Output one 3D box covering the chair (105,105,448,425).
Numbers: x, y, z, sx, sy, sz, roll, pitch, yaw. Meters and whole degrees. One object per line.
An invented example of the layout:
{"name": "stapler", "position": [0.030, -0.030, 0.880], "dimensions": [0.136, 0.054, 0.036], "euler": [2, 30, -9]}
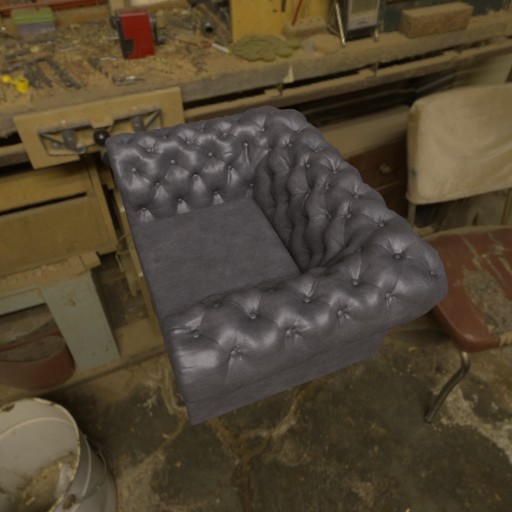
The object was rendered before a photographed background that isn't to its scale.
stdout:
{"name": "chair", "position": [0.000, 0.000, 1.895], "dimensions": [0.943, 0.780, 1.298], "euler": [-16, 48, -15]}
